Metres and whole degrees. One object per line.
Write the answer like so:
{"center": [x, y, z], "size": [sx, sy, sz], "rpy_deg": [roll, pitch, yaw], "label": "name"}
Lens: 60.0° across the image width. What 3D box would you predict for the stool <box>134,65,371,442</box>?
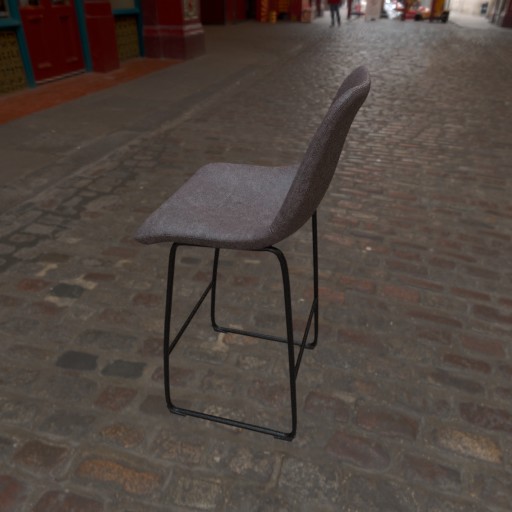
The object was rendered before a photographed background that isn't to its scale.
{"center": [0.000, 0.000, 1.382], "size": [0.561, 1.082, 0.514], "rpy_deg": [8, 33, 13], "label": "stool"}
